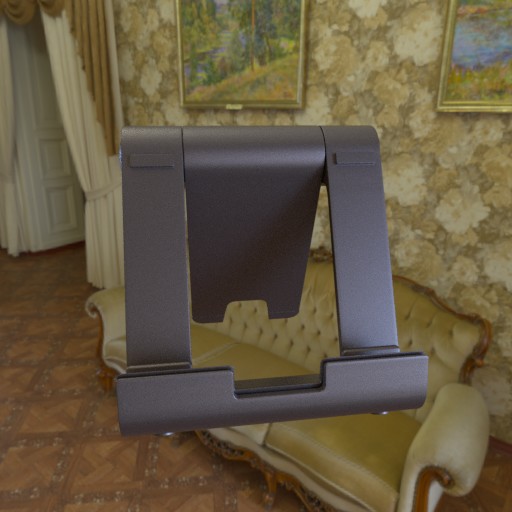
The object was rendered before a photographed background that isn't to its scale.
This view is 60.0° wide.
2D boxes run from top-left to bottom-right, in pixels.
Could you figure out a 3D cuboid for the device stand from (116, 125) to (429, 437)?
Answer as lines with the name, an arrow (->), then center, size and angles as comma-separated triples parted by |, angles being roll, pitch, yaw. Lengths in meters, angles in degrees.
device stand -> 0.000, 0.000, 0.149 | 0.088, 0.084, 0.079 | -3, 18, -8
